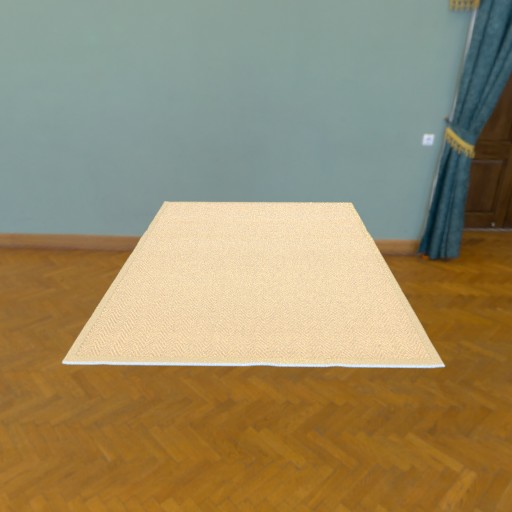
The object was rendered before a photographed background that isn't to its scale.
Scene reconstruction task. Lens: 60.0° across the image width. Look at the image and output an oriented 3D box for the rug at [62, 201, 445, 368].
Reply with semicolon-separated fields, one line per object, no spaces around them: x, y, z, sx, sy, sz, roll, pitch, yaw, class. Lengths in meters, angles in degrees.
0.000;0.000;4.799;2.734;0.037;3.659;0;25;1;rug
